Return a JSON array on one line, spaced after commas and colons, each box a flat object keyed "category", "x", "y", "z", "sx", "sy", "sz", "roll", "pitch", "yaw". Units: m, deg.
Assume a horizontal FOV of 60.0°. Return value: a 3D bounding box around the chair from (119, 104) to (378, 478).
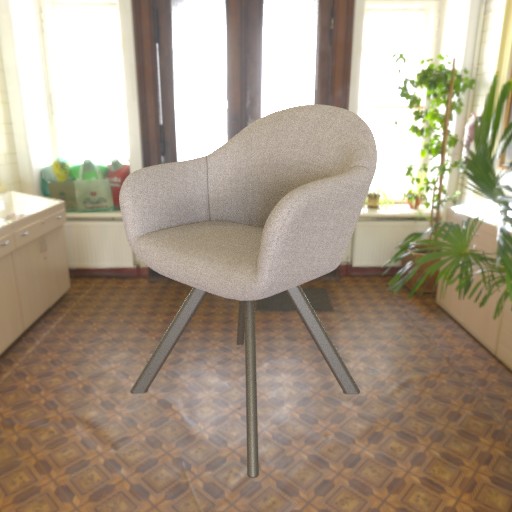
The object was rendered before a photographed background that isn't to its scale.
[{"category": "chair", "x": 0.000, "y": 0.000, "z": 1.203, "sx": 0.590, "sy": 0.795, "sz": 0.550, "roll": 14, "pitch": 22, "yaw": 41}]
